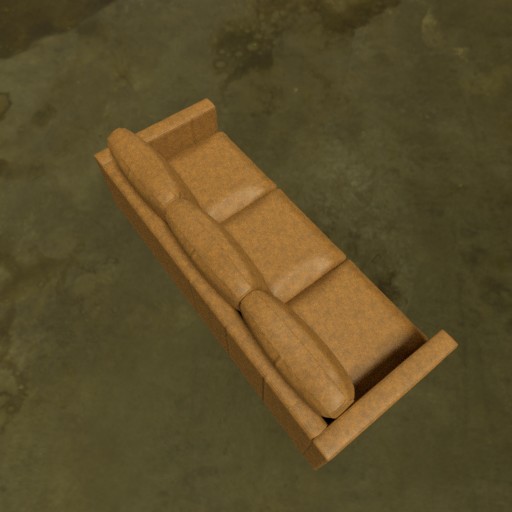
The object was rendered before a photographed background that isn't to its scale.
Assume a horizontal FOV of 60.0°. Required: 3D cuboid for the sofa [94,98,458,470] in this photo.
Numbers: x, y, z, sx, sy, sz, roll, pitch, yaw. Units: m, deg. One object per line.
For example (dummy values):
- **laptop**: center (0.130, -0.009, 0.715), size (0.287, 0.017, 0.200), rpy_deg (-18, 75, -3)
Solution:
- **sofa**: center (0.000, 0.000, 2.698), size (0.903, 0.930, 2.231), rpy_deg (-33, 65, -17)
